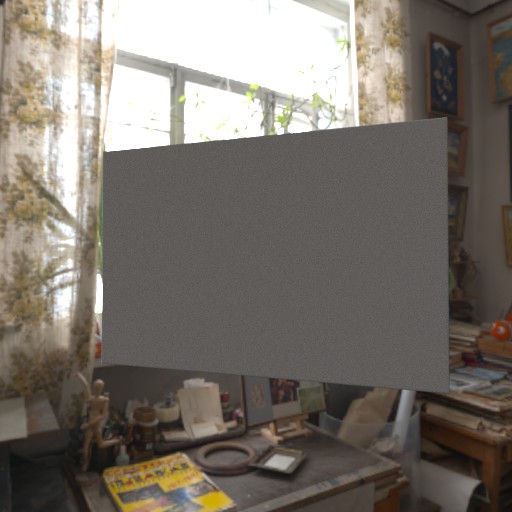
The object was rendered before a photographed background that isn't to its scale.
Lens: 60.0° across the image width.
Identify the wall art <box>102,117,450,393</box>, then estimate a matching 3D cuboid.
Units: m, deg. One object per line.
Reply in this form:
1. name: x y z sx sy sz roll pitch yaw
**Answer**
1. wall art: 0.000 0.000 0.766 0.609 0.406 0.039 0 -1 19
